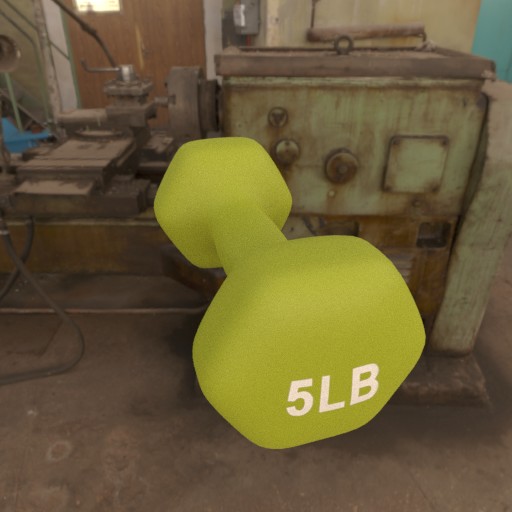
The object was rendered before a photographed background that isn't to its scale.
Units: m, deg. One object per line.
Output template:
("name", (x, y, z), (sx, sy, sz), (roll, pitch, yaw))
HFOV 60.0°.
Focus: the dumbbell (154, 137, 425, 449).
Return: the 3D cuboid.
("dumbbell", (0.000, 0.000, 0.201), (0.080, 0.072, 0.164), (-8, 31, -14))
